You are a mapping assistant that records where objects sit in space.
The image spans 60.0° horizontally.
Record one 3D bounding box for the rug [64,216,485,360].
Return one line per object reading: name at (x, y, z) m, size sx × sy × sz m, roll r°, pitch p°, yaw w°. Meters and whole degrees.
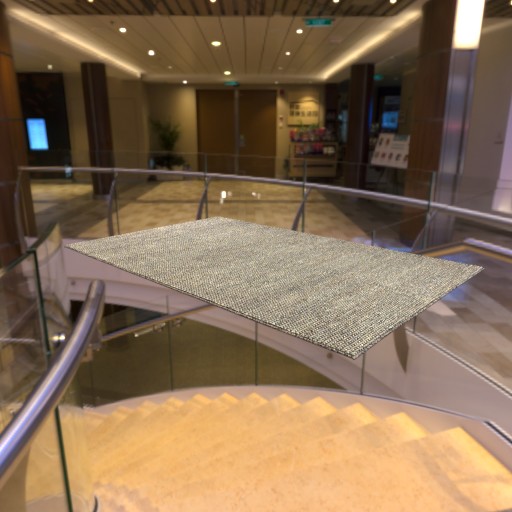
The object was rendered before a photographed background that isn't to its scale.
rug at (0.000, 0.000, 3.003) m, size 2.443 × 0.021 × 1.538 m, roll 14°, pitch 21°, yaw 41°
